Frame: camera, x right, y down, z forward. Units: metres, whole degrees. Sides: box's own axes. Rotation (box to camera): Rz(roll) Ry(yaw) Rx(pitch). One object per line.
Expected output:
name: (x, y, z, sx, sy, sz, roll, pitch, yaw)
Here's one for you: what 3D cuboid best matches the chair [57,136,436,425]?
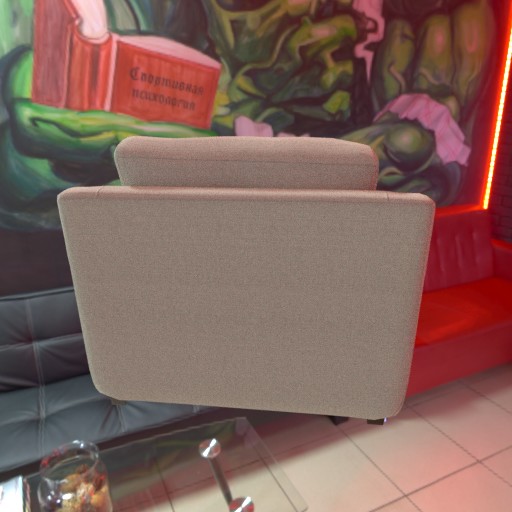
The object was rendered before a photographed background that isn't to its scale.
chair: (0.000, 0.000, 1.903, 1.178, 1.016, 1.009, 2, 18, 7)
